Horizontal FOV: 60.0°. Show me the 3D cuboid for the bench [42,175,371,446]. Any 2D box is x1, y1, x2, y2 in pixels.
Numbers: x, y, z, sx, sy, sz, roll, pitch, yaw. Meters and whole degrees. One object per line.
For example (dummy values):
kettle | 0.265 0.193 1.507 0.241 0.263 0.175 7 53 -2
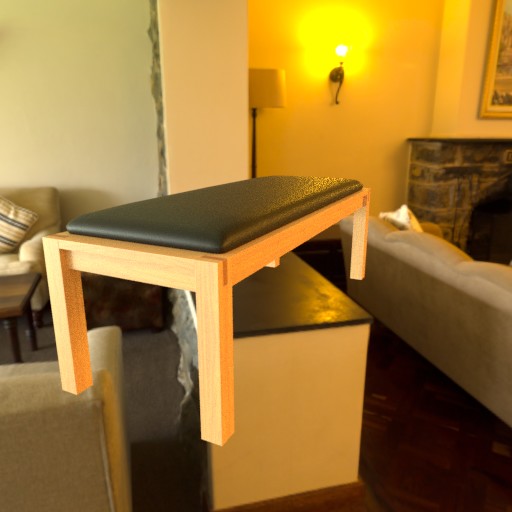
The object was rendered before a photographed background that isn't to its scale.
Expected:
bench | 0.000 0.000 1.438 0.450 0.430 1.202 8 17 25
